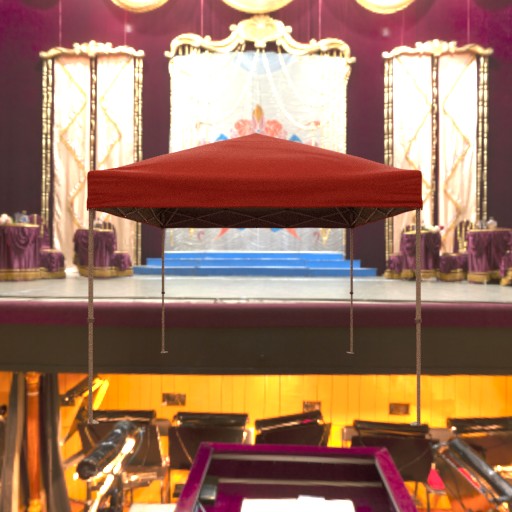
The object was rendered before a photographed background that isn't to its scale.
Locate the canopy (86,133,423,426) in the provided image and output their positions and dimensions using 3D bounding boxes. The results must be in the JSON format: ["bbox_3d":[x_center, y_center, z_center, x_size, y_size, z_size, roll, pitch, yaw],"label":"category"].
[{"bbox_3d":[0.000,0.000,5.407,2.998,2.997,2.996,0,0,1],"label":"canopy"}]
